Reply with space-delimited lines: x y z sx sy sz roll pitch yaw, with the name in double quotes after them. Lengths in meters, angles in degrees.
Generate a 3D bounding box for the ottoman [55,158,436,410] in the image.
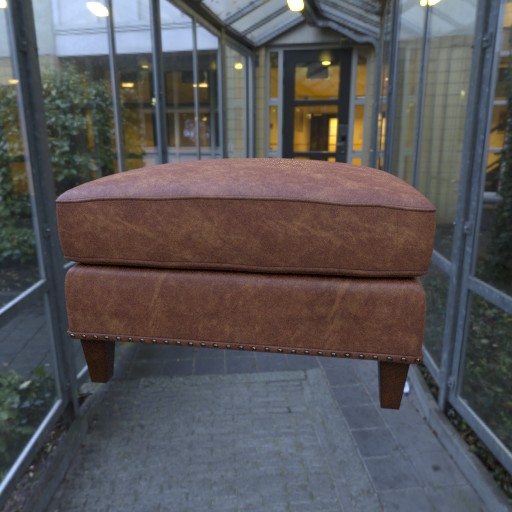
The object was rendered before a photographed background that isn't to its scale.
0.000 0.000 1.133 0.742 0.486 0.586 2 15 9 "ottoman"
